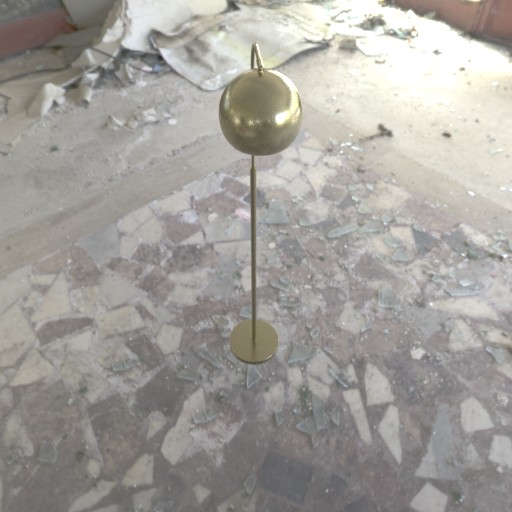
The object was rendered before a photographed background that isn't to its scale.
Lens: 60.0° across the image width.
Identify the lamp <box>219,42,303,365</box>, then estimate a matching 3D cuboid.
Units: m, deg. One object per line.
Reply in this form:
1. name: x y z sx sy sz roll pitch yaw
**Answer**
1. lamp: 0.000 0.000 1.636 0.250 1.526 0.431 -4 48 -4
